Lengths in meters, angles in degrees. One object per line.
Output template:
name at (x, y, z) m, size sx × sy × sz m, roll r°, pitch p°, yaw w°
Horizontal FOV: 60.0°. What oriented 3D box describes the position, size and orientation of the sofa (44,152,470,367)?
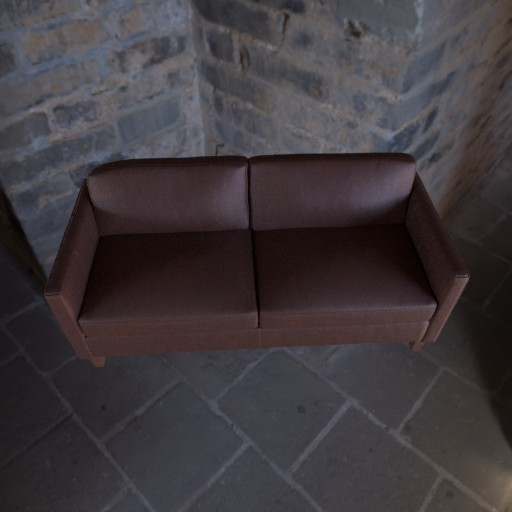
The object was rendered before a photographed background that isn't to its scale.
sofa at (0.000, 0.000, 2.475) m, size 1.971 × 0.863 × 0.923 m, roll -2°, pitch 46°, yaw -2°
